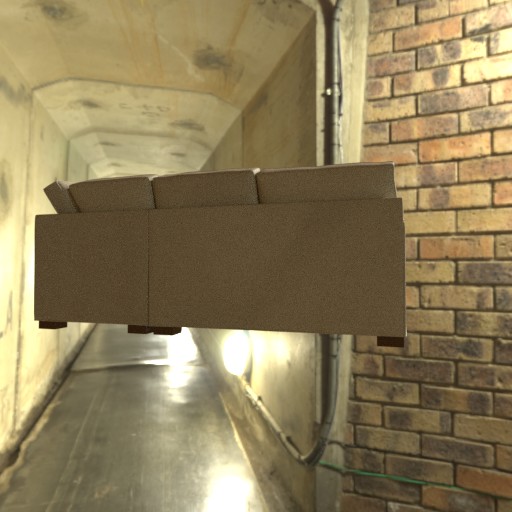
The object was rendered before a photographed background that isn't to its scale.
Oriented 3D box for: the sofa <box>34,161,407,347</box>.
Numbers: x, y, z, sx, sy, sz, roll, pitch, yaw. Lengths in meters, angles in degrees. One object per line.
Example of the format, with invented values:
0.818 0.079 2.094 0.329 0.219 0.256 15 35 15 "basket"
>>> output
0.000 0.000 3.438 2.182 0.939 2.189 -1 -2 18 "sofa"
